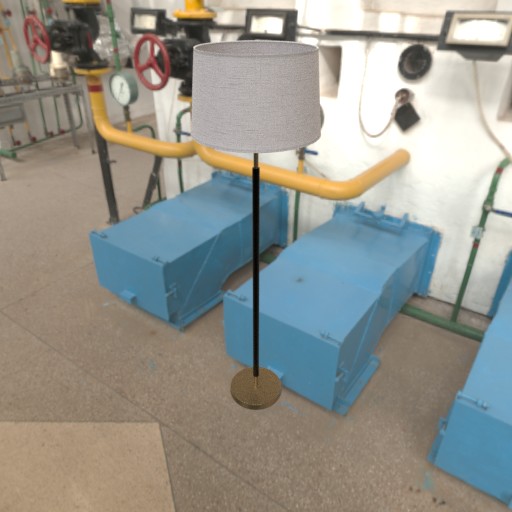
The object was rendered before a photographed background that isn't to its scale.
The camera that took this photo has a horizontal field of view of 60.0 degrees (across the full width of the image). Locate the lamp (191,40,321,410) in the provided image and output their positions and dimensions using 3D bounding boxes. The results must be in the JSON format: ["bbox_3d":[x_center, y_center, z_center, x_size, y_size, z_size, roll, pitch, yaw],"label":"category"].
[{"bbox_3d":[0.000,0.000,1.685,0.420,1.447,0.420,0,31,0],"label":"lamp"}]
